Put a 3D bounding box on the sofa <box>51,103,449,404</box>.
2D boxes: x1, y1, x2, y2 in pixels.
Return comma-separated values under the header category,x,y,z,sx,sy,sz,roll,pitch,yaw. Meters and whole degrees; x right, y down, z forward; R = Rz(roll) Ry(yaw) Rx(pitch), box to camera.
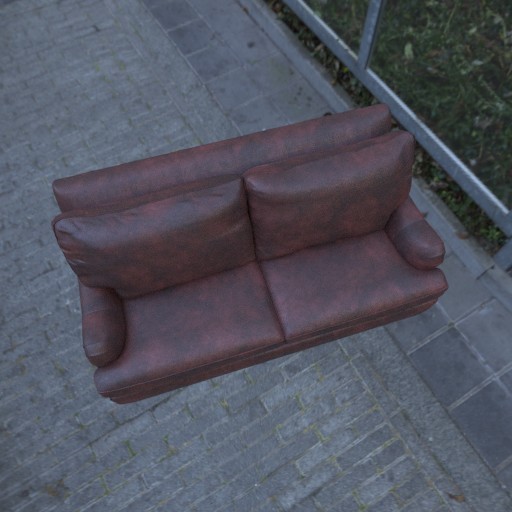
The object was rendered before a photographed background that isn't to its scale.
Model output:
category,x,y,z,sx,sy,sz,roll,pitch,yaw
sofa,0.000,0.000,2.745,2.144,1.071,1.147,-15,64,-8
